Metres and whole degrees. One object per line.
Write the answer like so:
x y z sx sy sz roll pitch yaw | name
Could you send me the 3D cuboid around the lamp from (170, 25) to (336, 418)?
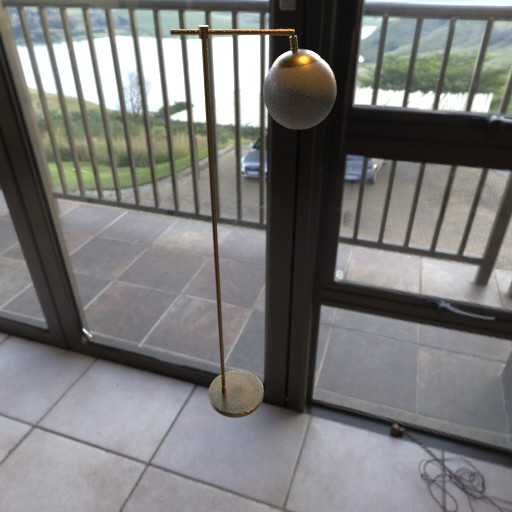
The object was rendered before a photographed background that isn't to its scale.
0.000 0.000 1.627 0.476 1.505 0.249 0 32 0 | lamp
